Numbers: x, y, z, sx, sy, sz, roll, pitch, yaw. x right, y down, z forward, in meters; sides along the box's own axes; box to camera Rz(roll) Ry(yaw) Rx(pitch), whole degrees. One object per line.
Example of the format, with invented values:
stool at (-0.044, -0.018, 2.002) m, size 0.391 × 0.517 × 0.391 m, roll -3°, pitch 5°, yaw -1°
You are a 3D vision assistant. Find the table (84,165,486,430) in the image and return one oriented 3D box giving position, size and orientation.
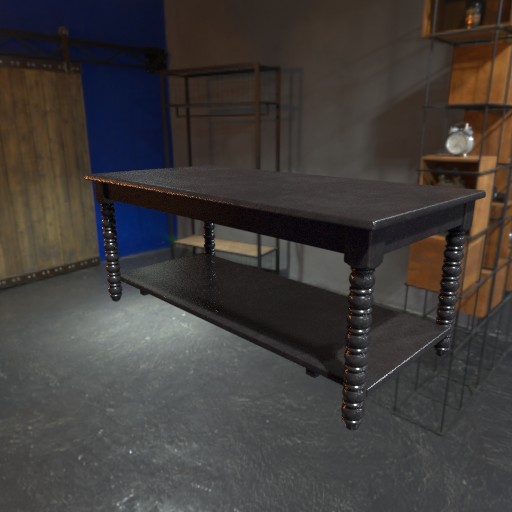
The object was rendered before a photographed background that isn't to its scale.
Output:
table at (0.000, 0.000, 1.451) m, size 0.580 × 0.487 × 1.171 m, roll -16°, pitch 22°, yaw -43°
